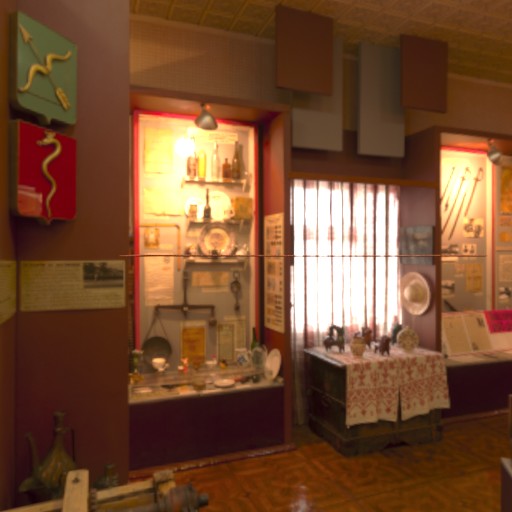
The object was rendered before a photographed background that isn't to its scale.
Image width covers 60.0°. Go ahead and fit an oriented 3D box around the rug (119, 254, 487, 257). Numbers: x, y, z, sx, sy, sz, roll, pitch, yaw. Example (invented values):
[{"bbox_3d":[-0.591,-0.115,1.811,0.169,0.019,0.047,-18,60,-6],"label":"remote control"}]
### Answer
[{"bbox_3d":[0.000,0.000,2.816,1.594,0.009,2.112,0,0,-19],"label":"rug"}]
